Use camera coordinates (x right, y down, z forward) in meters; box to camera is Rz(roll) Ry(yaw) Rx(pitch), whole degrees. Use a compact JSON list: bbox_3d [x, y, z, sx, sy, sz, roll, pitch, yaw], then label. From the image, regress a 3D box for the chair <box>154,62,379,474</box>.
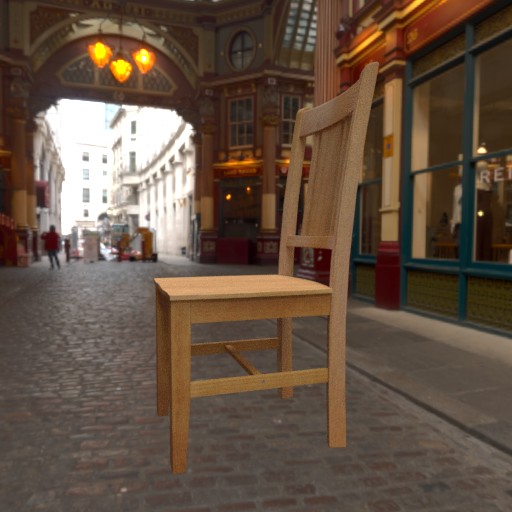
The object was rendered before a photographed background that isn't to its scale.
[{"bbox_3d":[0.000,0.000,1.282,0.556,0.998,0.450,-1,3,-18],"label":"chair"}]
